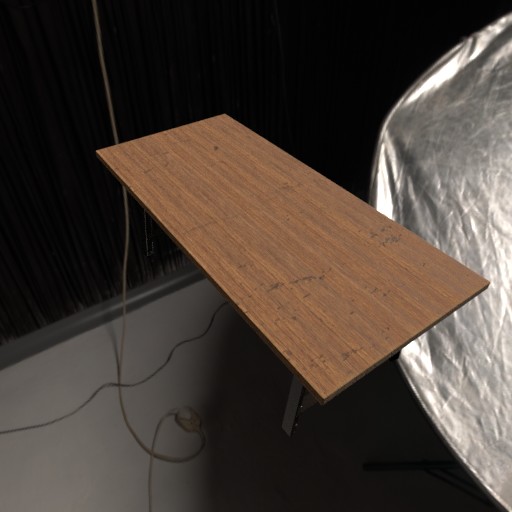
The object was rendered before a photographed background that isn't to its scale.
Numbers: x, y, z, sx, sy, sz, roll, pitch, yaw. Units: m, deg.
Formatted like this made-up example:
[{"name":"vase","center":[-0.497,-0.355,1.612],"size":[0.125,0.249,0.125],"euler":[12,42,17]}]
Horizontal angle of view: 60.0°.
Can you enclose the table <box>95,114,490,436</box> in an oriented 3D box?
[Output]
[{"name":"table","center":[0.000,0.000,2.673],"size":[1.000,0.757,2.200],"euler":[-25,47,-26]}]
